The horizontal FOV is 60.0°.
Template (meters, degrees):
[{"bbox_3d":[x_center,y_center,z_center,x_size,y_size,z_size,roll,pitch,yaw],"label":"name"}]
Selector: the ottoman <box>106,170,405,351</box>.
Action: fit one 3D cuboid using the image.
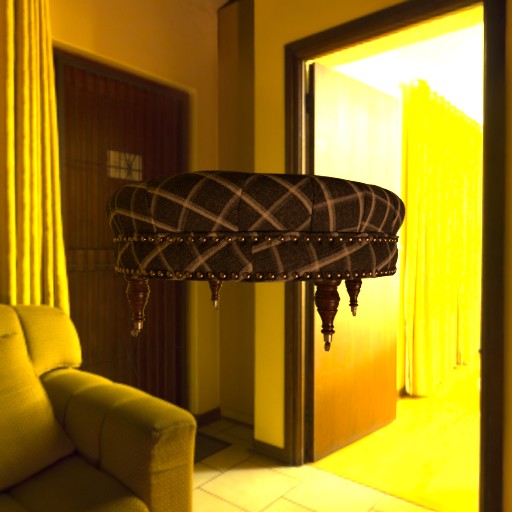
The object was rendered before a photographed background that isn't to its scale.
[{"bbox_3d":[0.000,0.000,1.397,0.901,0.439,0.901,0,1,0],"label":"ottoman"}]
